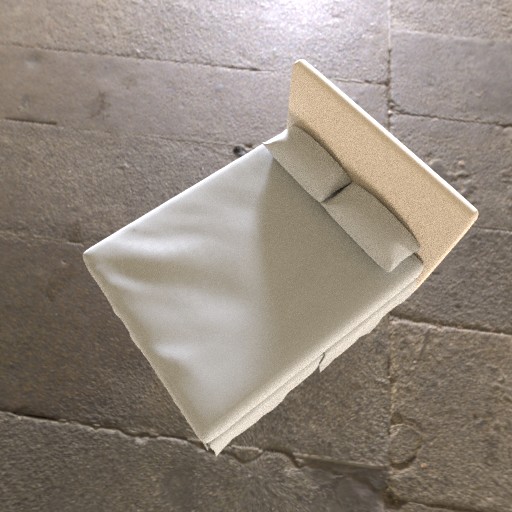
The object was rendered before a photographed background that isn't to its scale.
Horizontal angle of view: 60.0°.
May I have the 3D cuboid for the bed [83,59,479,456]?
[{"bbox_3d":[0.000,0.000,3.242,2.142,1.330,1.748,-34,69,-16],"label":"bed"}]
